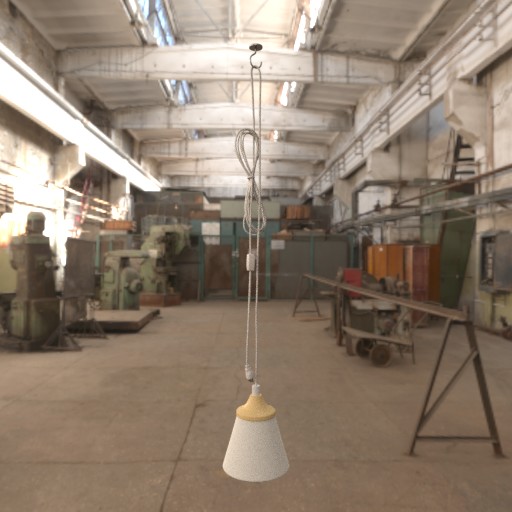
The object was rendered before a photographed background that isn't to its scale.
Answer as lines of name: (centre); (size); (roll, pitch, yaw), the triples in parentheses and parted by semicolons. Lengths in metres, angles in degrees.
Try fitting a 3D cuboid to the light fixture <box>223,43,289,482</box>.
light fixture: (0.000, 0.000, 1.023); (0.153, 0.966, 0.153); (0, 0, 1)
